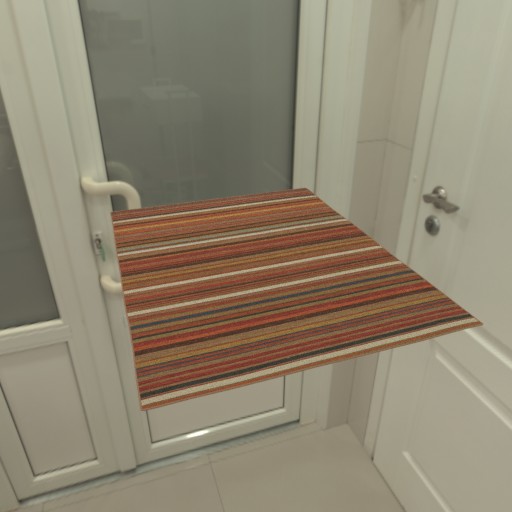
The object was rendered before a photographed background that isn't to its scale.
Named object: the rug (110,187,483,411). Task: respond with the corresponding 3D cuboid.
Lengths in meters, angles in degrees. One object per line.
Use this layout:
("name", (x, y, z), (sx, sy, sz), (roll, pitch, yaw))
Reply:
("rug", (0.000, 0.000, 4.161), (2.479, 0.023, 3.092), (-9, 30, -17))
